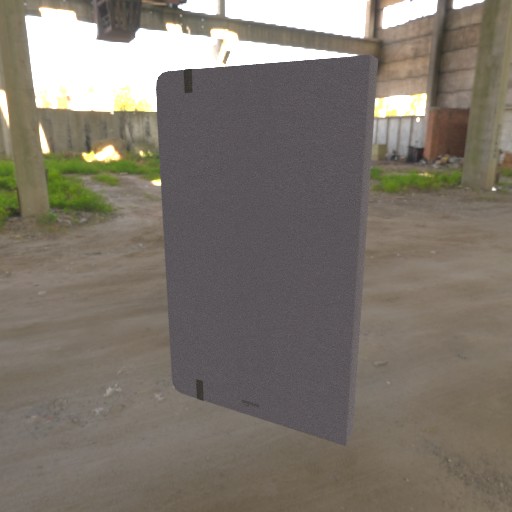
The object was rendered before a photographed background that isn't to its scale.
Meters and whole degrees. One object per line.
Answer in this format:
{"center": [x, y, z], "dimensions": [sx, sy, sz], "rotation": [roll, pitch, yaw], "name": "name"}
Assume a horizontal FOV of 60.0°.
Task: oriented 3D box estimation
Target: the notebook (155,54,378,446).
{"center": [0.000, 0.000, 0.267], "dimensions": [0.127, 0.213, 0.016], "rotation": [8, 17, 26], "name": "notebook"}
